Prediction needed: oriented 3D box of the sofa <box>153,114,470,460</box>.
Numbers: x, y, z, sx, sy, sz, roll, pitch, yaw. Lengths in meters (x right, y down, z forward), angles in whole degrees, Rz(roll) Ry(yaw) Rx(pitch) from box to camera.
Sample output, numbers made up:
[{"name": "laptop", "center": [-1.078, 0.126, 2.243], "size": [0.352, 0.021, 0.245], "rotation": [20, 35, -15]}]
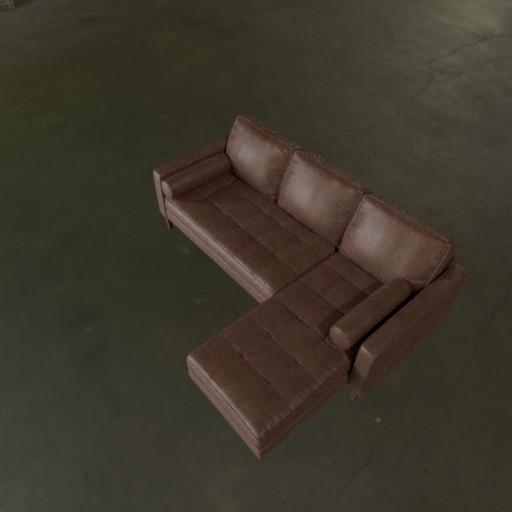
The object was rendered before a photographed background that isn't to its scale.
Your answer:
[{"name": "sofa", "center": [0.000, 0.000, 3.009], "size": [1.613, 0.841, 2.185], "rotation": [-32, 55, -27]}]
